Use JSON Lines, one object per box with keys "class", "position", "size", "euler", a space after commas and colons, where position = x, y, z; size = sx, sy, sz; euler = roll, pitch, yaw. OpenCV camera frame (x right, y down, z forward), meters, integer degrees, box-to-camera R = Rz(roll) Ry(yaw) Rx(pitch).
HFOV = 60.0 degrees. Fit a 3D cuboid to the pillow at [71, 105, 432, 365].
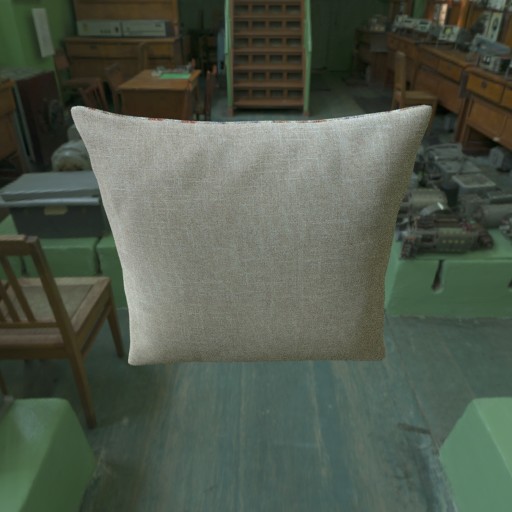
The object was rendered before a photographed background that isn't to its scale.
{"class": "pillow", "position": [0.000, 0.000, 0.765], "size": [0.523, 0.506, 0.166], "euler": [-1, 31, -1]}
